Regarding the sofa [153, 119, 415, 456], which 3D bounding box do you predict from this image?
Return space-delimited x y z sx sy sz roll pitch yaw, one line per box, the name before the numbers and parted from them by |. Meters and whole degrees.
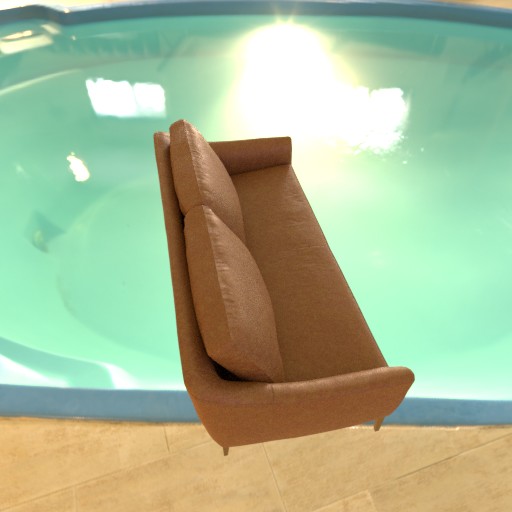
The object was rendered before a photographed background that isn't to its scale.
sofa | 0.000 0.000 2.615 0.981 0.945 2.036 -9 47 -9
